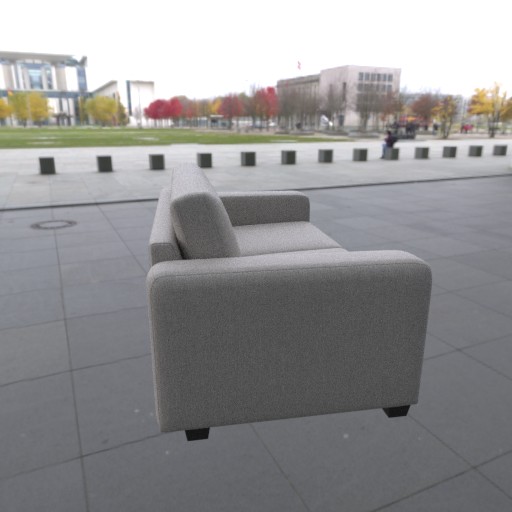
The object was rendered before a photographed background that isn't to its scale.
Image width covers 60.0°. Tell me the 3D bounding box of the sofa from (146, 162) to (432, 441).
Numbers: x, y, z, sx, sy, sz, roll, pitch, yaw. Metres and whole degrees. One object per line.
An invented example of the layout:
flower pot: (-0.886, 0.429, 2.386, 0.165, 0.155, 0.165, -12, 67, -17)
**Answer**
sofa: (0.000, 0.000, 2.078, 0.900, 0.800, 1.540, -3, 17, -9)
